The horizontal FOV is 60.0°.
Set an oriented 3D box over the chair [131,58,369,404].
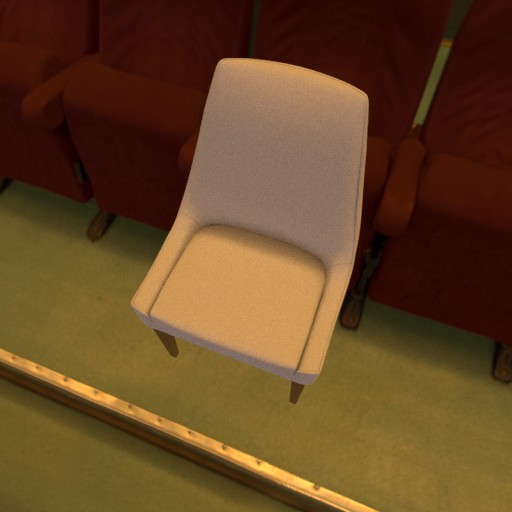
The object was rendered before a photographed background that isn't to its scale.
[{"bbox_3d":[0.000,0.000,1.240,0.529,0.861,0.544,18,60,11],"label":"chair"}]
